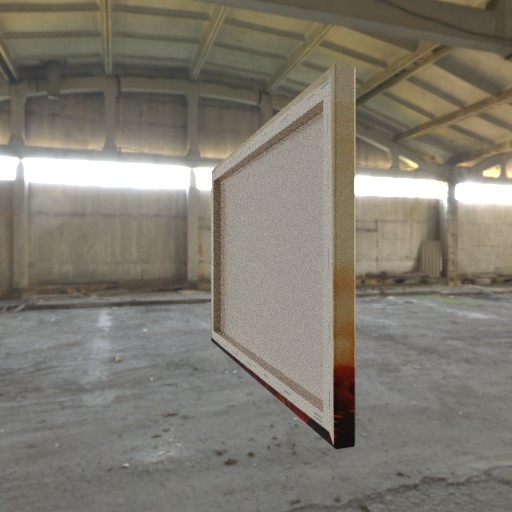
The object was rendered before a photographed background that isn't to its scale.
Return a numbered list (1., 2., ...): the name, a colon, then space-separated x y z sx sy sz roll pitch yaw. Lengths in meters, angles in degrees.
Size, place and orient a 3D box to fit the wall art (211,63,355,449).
1. wall art: 0.000 0.000 1.130 0.038 0.602 0.918 0 0 -18
